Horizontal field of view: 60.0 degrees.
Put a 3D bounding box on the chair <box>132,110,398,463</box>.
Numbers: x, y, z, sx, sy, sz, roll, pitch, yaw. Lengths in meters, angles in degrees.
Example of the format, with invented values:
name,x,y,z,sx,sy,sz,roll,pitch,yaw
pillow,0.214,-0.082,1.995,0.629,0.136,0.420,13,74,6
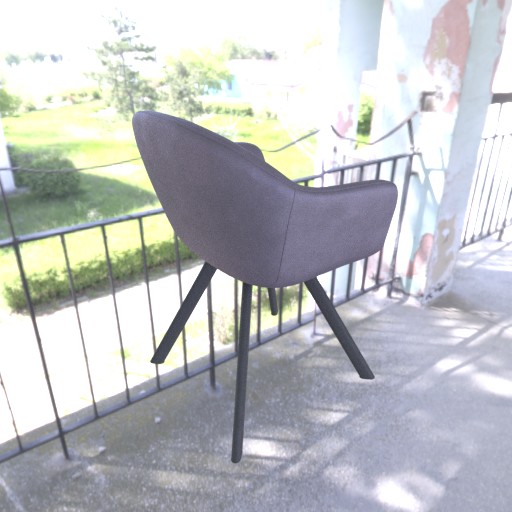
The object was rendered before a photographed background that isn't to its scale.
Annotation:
name,x,y,z,sx,sy,sz,roll,pitch,yaw
chair,0.000,0.000,1.193,0.544,0.781,0.567,-18,31,-33
